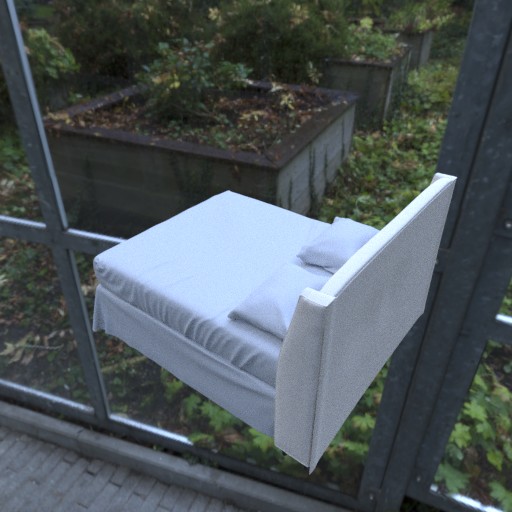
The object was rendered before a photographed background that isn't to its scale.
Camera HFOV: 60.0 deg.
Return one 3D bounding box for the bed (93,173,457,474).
[{"bbox_3d":[0.000,0.000,3.514,2.276,1.332,1.925,22,39,31],"label":"bed"}]
